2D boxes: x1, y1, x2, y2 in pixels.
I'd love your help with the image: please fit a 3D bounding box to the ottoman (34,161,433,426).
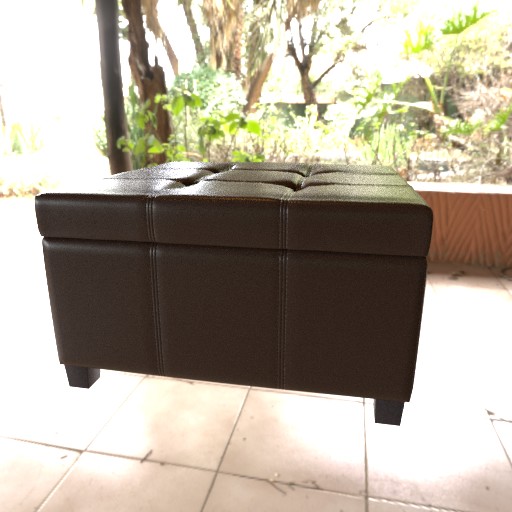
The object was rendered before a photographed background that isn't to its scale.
[{"bbox_3d":[0.000,0.000,1.249,0.787,0.460,0.788,3,17,10],"label":"ottoman"}]
